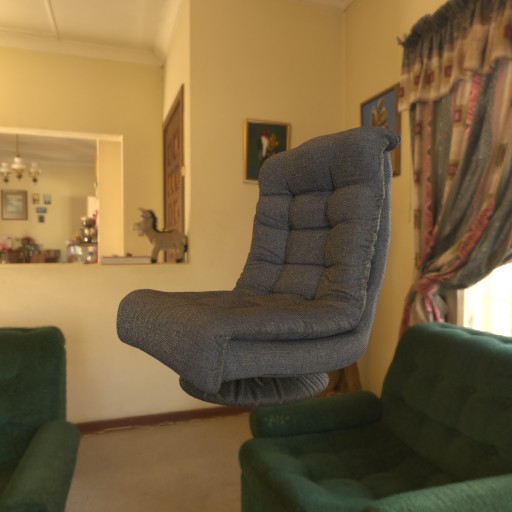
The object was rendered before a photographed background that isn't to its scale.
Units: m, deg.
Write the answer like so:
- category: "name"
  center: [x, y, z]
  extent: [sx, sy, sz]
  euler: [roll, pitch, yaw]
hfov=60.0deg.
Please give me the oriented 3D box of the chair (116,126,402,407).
- category: "chair"
  center: [0.000, 0.000, 1.274]
  extent: [0.668, 0.749, 0.597]
  euler: [-1, 2, -35]
